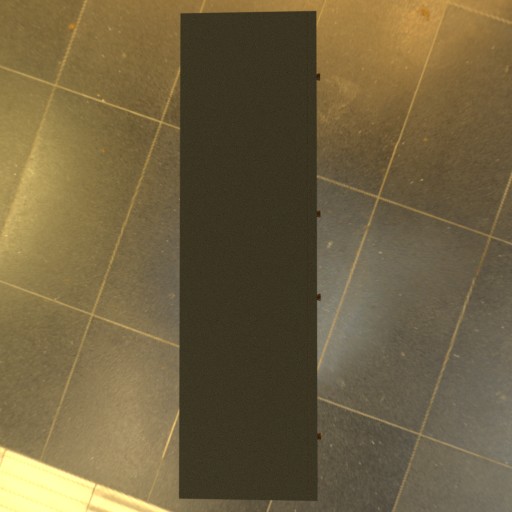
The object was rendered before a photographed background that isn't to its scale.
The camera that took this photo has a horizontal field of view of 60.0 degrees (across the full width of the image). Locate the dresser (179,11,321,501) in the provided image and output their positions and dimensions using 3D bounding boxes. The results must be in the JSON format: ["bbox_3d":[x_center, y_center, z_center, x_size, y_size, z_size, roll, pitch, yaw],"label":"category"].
[{"bbox_3d":[0.000,0.000,1.850,0.463,0.872,1.558,0,89,2],"label":"dresser"}]
